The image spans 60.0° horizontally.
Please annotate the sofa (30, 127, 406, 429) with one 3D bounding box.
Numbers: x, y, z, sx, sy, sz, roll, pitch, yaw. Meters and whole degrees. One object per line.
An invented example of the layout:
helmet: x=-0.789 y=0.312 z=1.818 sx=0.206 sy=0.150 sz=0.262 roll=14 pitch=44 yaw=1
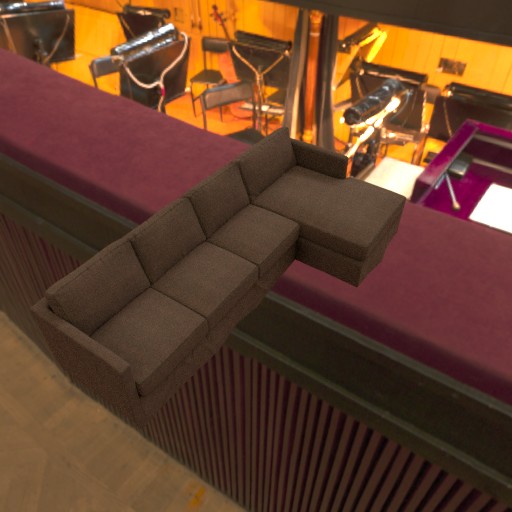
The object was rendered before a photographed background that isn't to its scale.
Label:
sofa: x=0.000 y=0.000 z=3.881 sx=1.650 sy=0.922 sz=3.205 roll=25 pitch=48 yaw=25
